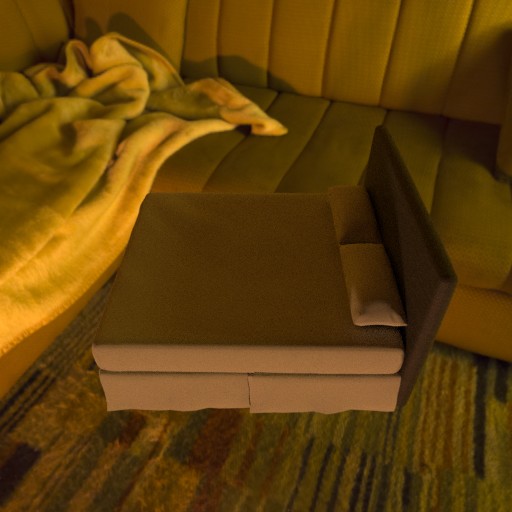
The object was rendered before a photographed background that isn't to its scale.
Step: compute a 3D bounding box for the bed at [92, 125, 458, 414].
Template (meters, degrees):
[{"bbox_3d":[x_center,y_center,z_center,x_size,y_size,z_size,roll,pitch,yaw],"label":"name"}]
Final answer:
[{"bbox_3d":[0.000,0.000,3.375,2.142,1.330,1.884,1,41,1],"label":"bed"}]
